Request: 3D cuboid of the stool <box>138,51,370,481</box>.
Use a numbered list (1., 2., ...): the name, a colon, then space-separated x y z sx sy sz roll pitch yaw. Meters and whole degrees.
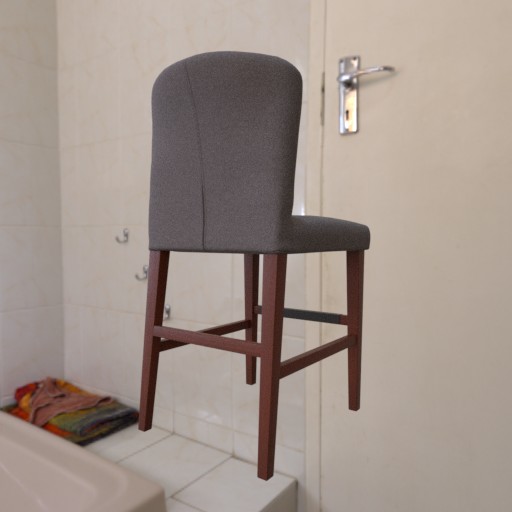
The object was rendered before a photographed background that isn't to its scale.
1. stool: 0.000 0.000 1.293 0.481 0.968 0.568 2 3 37
